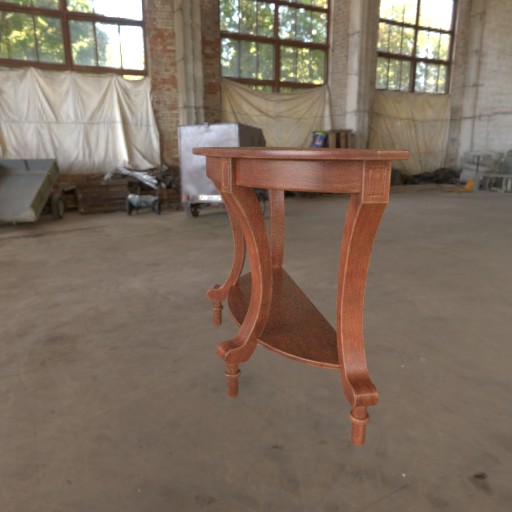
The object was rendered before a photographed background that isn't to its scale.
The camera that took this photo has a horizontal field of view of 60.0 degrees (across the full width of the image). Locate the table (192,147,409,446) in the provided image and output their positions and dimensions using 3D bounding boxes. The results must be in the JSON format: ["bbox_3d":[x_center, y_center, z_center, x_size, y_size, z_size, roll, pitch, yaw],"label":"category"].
[{"bbox_3d":[0.000,0.000,1.474,0.394,0.699,1.198,-2,14,-9],"label":"table"}]
